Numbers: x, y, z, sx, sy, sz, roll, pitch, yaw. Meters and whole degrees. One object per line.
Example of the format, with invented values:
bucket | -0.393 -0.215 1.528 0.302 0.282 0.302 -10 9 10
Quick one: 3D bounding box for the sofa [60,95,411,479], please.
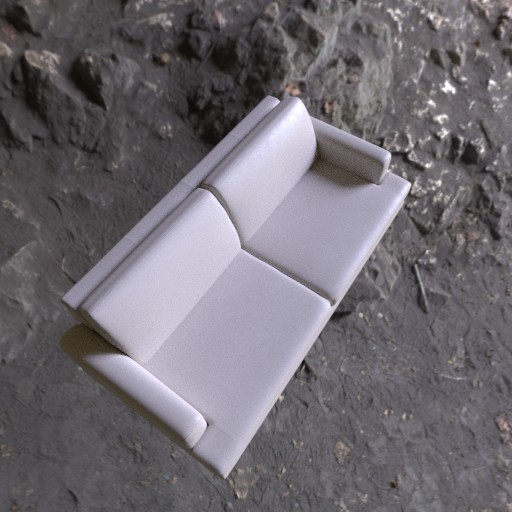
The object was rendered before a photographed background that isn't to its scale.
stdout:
sofa | 0.000 0.000 2.379 0.974 0.765 1.940 30 63 17
